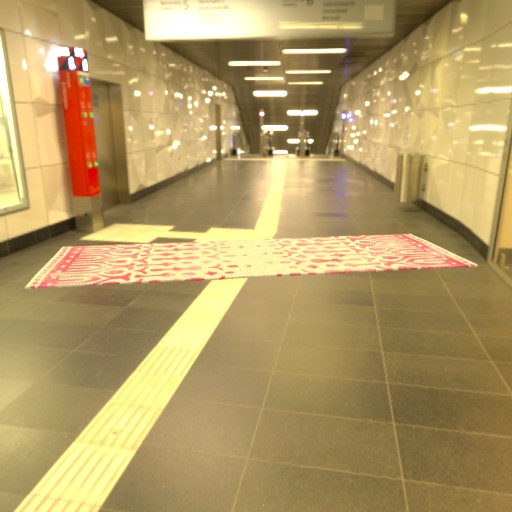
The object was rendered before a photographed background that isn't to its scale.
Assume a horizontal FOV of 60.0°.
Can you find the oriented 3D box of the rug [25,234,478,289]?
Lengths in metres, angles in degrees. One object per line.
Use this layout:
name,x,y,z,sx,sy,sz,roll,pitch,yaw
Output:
rug,0.000,0.000,2.726,2.458,0.011,0.787,-2,17,-8
